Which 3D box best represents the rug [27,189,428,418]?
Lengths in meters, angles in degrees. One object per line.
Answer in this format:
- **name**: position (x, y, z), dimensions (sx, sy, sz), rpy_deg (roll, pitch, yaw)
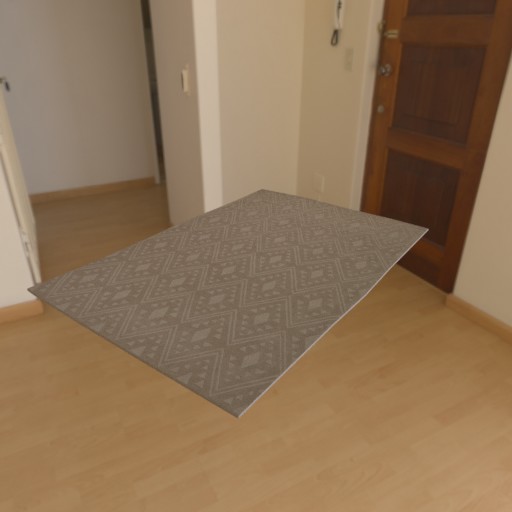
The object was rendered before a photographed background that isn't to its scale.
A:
- **rug**: position (0.000, 0.000, 2.347), dimensions (1.252, 0.034, 1.829), rpy_deg (19, 33, 32)
